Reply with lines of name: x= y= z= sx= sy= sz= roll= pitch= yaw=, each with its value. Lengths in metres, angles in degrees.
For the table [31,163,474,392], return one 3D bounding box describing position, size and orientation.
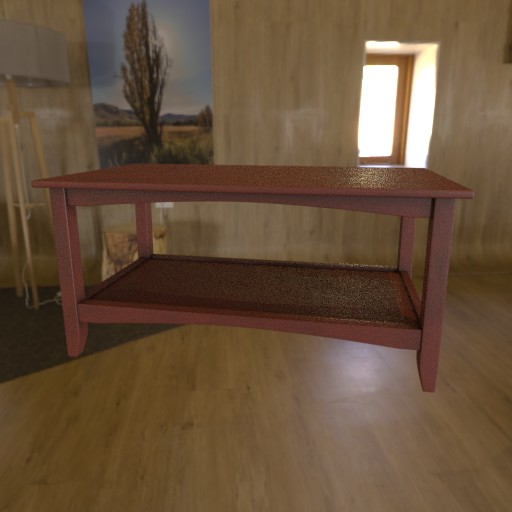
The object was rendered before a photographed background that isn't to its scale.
table: x=0.000 y=0.000 z=1.236 sx=0.943 sy=0.456 sz=0.533 roll=3 pitch=16 yaw=10
